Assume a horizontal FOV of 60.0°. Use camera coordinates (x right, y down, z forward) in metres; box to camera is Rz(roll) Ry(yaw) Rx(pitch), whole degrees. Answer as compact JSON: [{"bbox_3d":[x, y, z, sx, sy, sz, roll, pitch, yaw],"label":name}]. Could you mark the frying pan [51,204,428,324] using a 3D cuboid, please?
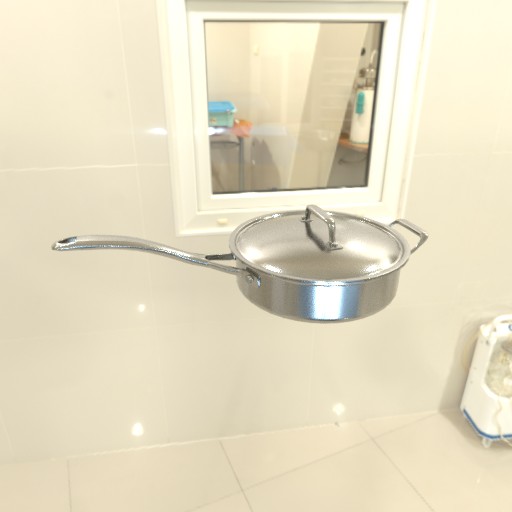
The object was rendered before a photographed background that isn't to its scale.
[{"bbox_3d":[0.000,0.000,0.594,0.492,0.111,0.245,-7,26,-15],"label":"frying pan"}]
